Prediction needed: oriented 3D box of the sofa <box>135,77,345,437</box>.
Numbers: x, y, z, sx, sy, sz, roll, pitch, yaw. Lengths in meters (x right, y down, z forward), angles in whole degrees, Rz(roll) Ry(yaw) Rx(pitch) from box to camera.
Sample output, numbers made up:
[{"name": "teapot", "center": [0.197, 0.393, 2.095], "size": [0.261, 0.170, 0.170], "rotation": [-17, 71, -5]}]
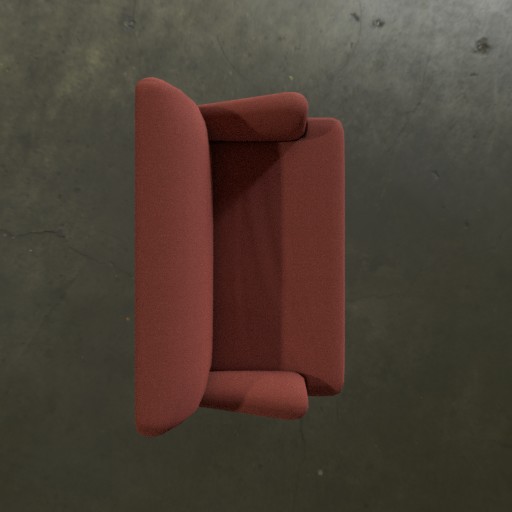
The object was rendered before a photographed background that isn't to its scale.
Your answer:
[{"name": "sofa", "center": [0.000, 0.000, 1.858], "size": [0.779, 0.889, 1.297], "rotation": [0, 90, 1]}]
